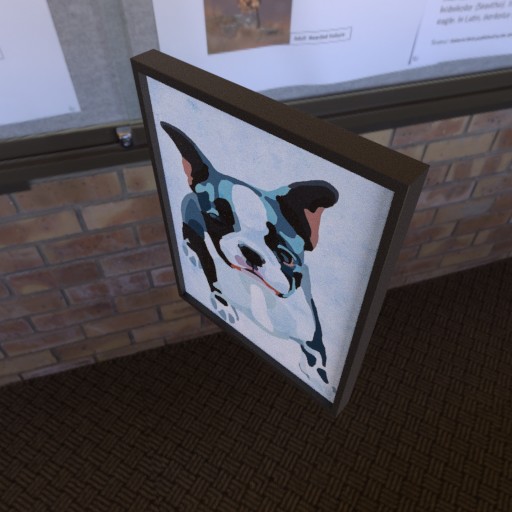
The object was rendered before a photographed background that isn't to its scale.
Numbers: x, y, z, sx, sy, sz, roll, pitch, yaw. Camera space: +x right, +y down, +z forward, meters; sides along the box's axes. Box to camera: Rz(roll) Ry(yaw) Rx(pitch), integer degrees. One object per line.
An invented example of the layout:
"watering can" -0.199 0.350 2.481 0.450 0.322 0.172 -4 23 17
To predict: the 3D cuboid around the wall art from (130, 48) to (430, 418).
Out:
"wall art" 0.000 0.000 0.499 0.294 0.369 0.030 33 55 27
